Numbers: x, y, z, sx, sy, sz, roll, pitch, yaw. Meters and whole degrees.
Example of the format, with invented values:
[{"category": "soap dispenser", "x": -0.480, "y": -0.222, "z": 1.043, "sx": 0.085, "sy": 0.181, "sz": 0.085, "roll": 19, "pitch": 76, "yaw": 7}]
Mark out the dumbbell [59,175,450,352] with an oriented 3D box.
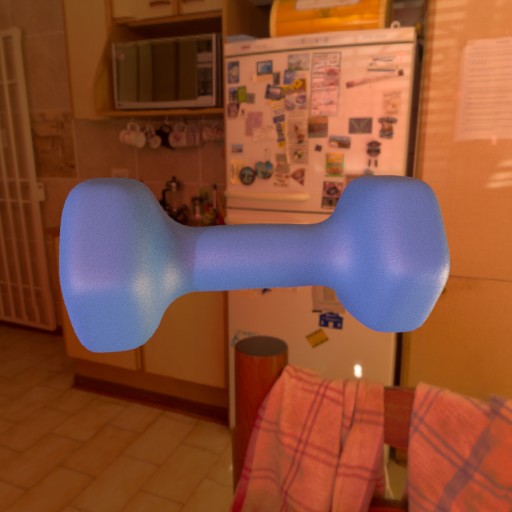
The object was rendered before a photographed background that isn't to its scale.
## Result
[{"category": "dumbbell", "x": 0.000, "y": 0.000, "z": 0.265, "sx": 0.212, "sy": 0.093, "sz": 0.103, "roll": -2, "pitch": 14, "yaw": -8}]
